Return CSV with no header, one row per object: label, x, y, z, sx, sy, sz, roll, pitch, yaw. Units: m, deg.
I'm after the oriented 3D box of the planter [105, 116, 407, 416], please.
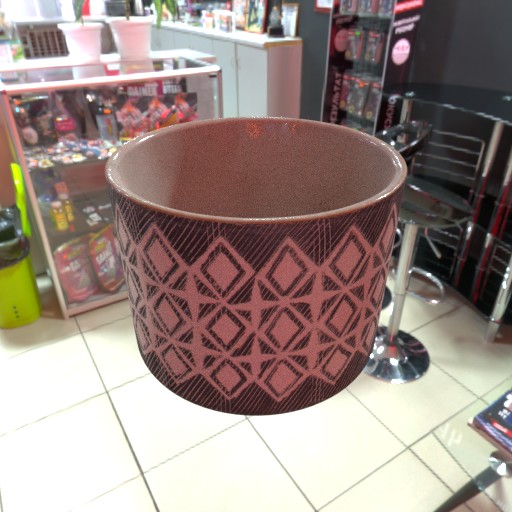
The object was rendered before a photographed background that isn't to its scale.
planter,0.000,0.000,0.220,0.126,0.104,0.126,0,32,0
